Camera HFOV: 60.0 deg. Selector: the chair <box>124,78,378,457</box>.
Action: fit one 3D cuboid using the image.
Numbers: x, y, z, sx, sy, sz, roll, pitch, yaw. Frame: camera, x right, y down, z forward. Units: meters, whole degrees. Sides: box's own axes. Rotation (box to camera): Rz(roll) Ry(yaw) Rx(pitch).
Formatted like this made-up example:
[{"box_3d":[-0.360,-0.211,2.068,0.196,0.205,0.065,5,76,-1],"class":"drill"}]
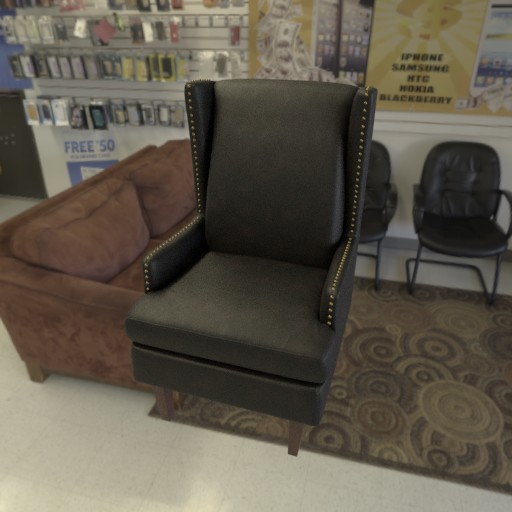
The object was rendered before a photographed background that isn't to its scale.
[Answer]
[{"box_3d":[0.000,0.000,1.636,0.703,1.142,0.799,9,30,16],"class":"chair"}]
